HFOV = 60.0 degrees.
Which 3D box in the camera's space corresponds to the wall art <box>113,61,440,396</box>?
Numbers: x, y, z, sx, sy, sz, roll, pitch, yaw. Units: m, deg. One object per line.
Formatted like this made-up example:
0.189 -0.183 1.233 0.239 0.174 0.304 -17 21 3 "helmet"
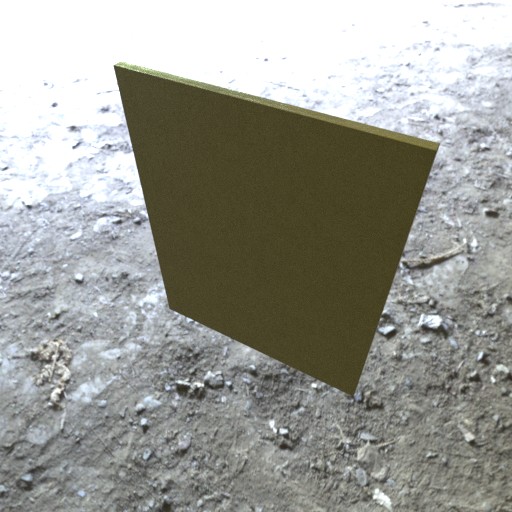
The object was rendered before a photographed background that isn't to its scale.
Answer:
0.000 0.000 1.343 0.798 1.002 0.030 22 50 20 "wall art"
